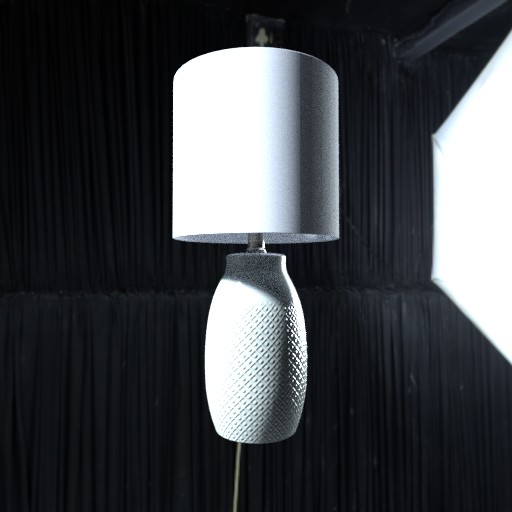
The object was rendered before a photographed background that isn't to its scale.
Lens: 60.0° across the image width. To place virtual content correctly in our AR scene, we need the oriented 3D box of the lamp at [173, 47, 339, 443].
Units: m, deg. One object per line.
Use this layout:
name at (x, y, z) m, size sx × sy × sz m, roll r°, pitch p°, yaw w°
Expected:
lamp at (0.000, 0.000, 0.588) m, size 0.217 × 0.453 × 0.217 m, roll 0°, pitch -2°, yaw -18°
